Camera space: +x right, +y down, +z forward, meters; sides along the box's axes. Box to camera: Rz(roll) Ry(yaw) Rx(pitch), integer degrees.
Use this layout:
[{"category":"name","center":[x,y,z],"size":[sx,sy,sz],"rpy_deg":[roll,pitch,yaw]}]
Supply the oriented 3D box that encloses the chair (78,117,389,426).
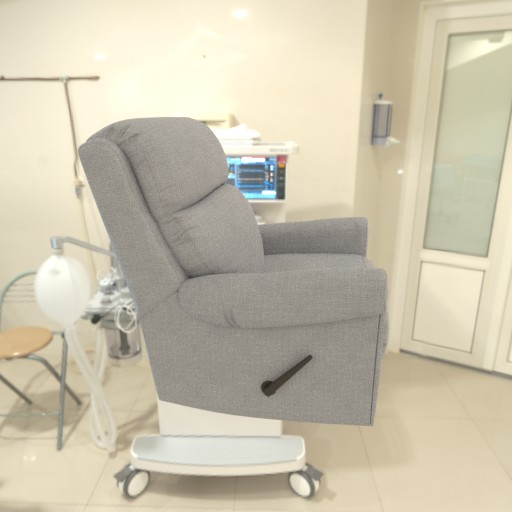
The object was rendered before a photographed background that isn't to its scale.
[{"category":"chair","center":[0.000,0.000,1.761],"size":[1.014,1.054,0.838],"rpy_deg":[3,18,8]}]
